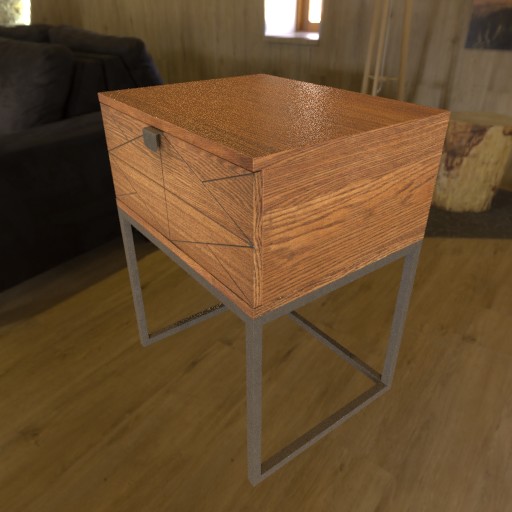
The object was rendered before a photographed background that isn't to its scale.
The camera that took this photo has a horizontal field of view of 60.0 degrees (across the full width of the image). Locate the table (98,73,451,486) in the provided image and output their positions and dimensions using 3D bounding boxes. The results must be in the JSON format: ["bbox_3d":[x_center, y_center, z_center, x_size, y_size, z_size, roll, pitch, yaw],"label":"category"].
[{"bbox_3d":[0.000,0.000,0.908,0.400,0.610,0.482,-21,36,-31],"label":"table"}]
